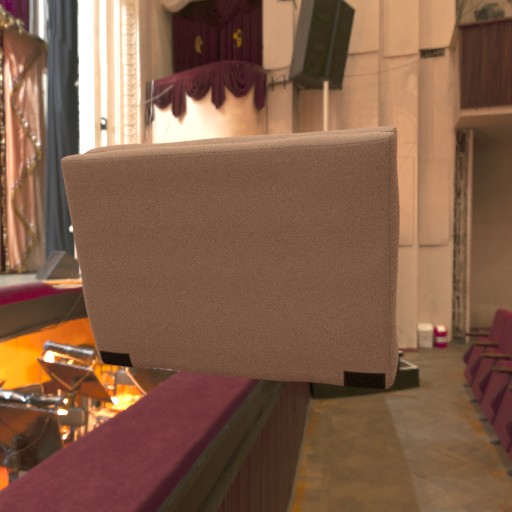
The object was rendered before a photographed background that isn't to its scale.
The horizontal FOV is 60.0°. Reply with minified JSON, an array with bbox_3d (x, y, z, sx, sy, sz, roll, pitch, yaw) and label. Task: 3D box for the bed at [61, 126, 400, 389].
[{"bbox_3d":[0.000,0.000,1.306,0.799,0.614,0.749,0,1,17],"label":"bed"}]
